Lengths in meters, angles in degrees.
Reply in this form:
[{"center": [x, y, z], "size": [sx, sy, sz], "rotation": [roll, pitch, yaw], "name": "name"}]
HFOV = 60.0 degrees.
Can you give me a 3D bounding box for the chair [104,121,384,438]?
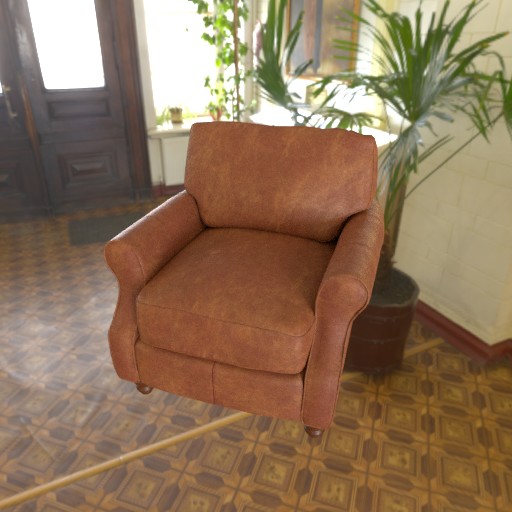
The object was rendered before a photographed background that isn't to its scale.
[{"center": [0.000, 0.000, 1.828], "size": [0.983, 0.962, 0.986], "rotation": [8, 28, 16], "name": "chair"}]
